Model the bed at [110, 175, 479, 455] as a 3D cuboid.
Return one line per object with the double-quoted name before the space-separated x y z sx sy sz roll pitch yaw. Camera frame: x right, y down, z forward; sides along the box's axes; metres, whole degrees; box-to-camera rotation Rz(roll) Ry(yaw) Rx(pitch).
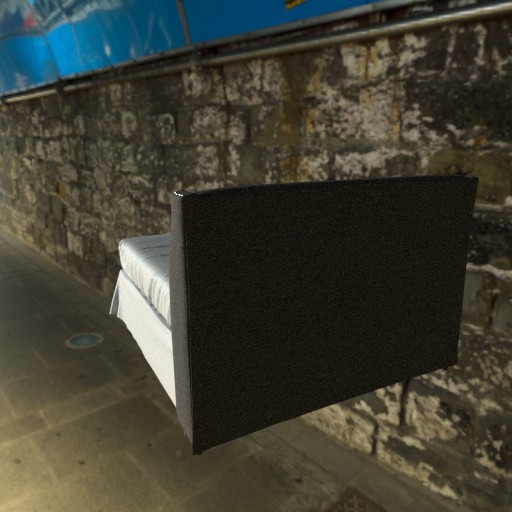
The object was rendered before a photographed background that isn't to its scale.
"bed" 0.000 0.000 3.392 1.925 1.332 2.276 -8 17 -27
